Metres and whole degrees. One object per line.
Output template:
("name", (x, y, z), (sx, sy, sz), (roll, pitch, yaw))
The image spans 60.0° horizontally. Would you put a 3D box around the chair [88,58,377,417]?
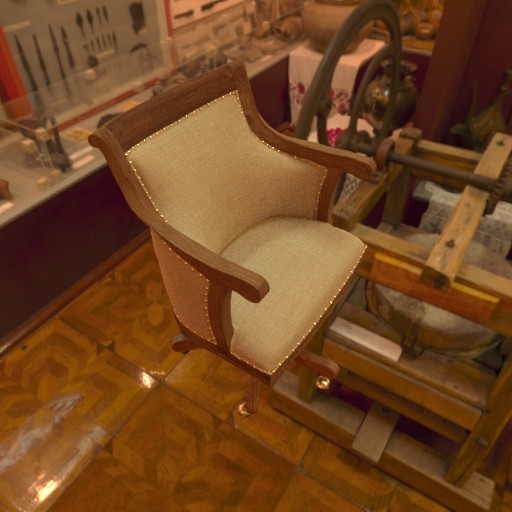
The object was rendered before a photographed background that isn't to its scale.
("chair", (0.000, 0.000, 1.434), (0.689, 0.965, 0.656), (25, 48, 24))
